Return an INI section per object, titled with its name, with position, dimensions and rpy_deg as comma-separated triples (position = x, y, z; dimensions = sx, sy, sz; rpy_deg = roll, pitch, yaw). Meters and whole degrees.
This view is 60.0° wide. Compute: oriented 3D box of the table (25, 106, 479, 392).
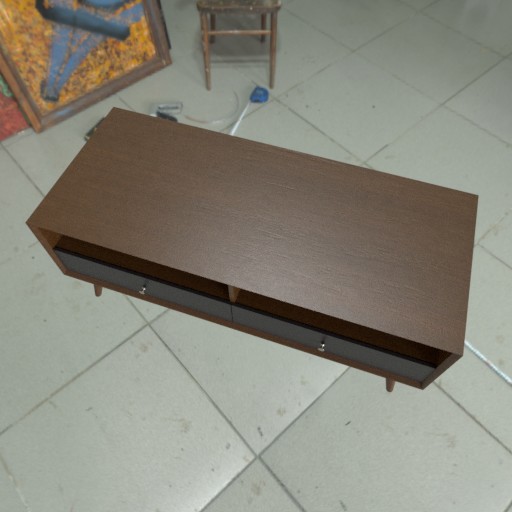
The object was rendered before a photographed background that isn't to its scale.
[table]
position = 0.000, 0.000, 1.381
dimensions = 1.119, 0.464, 0.490
rpy_deg = 16, 59, 10
